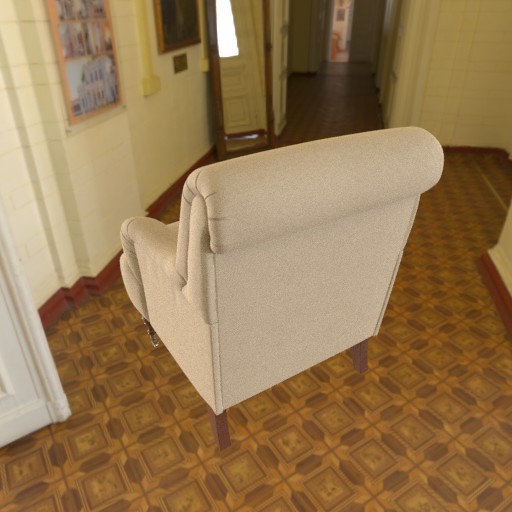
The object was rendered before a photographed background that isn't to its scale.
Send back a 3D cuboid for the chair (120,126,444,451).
[{"bbox_3d":[0.000,0.000,1.541,0.766,0.942,0.842,-18,34,-28],"label":"chair"}]
